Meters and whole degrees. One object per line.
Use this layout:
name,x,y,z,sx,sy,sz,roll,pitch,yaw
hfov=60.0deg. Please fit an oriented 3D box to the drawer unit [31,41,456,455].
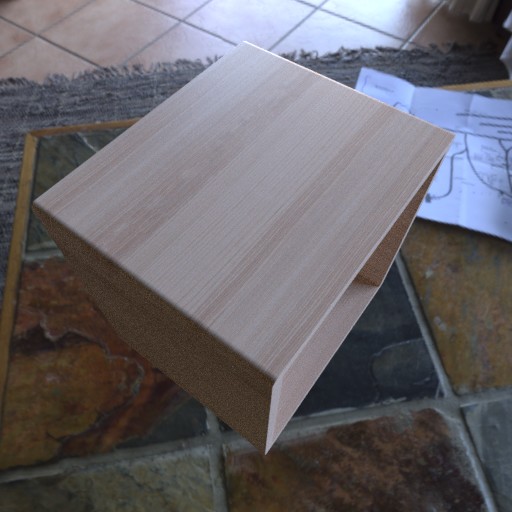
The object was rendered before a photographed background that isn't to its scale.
drawer unit,0.000,0.000,0.600,0.290,0.344,0.344,32,63,19
